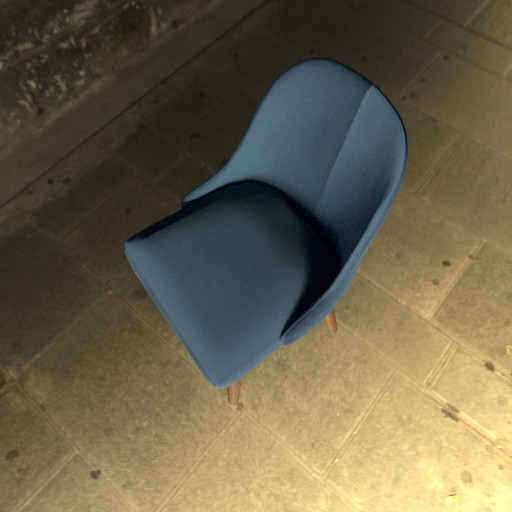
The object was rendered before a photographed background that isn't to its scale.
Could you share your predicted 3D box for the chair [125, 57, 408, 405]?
[{"bbox_3d":[0.000,0.000,1.214,0.589,0.882,0.503,-32,68,-15],"label":"chair"}]
